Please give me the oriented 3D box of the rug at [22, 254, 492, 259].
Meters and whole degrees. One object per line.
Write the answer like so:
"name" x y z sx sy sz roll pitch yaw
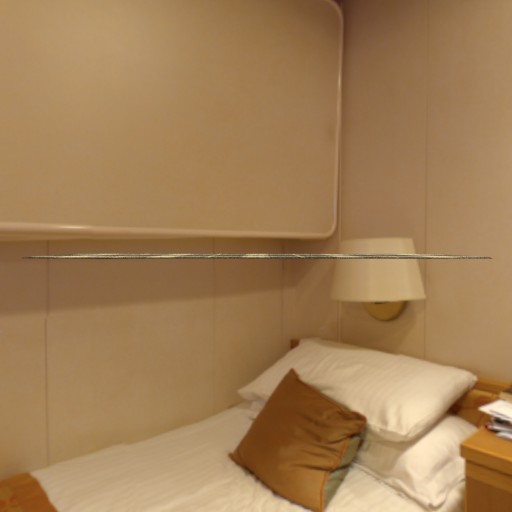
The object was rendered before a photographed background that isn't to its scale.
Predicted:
"rug" 0.000 0.000 2.666 2.434 0.012 0.760 0 2 1
